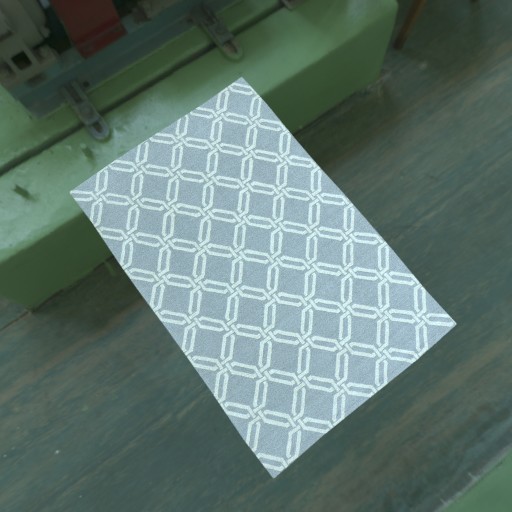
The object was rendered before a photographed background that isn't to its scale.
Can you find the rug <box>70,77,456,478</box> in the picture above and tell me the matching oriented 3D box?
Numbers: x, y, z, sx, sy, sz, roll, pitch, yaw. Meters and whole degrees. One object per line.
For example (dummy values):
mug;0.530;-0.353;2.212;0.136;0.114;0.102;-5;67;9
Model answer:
rug;0.000;0.000;2.245;1.148;0.010;1.754;-37;79;-8
